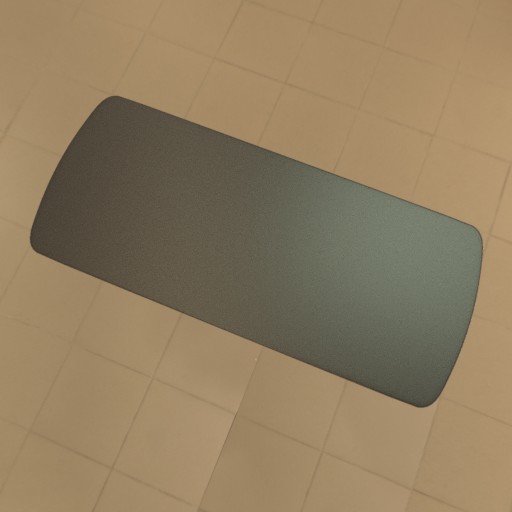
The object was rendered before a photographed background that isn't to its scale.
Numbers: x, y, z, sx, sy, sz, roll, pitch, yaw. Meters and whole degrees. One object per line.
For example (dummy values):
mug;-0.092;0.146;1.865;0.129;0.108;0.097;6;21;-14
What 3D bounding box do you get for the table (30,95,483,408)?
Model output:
table;0.000;0.000;1.553;1.333;0.457;0.571;21;78;5
